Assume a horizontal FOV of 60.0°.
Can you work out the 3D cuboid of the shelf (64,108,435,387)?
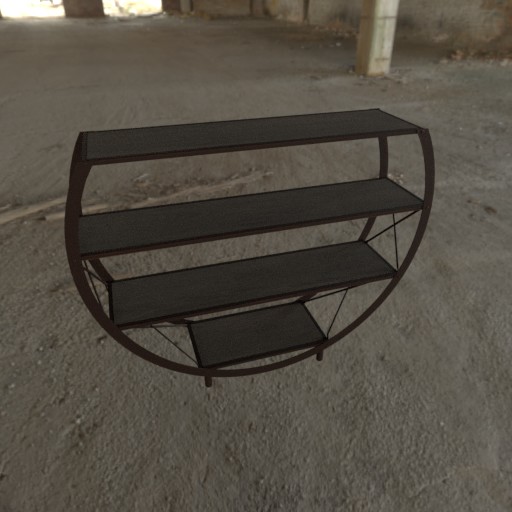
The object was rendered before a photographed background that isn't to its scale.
[{"bbox_3d":[0.000,0.000,1.877,1.403,1.063,0.344,-9,32,-15],"label":"shelf"}]
